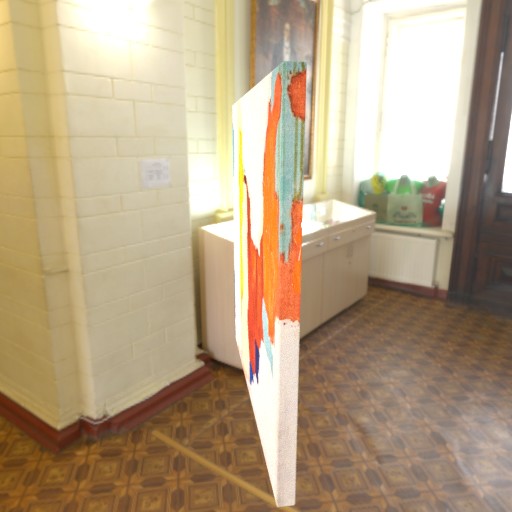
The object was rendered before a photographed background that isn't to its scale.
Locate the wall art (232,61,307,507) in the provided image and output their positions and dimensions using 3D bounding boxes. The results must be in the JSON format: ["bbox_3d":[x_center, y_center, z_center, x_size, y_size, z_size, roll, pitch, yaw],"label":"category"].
[{"bbox_3d":[0.000,0.000,1.163,0.037,0.814,0.814,-2,14,-8],"label":"wall art"}]
